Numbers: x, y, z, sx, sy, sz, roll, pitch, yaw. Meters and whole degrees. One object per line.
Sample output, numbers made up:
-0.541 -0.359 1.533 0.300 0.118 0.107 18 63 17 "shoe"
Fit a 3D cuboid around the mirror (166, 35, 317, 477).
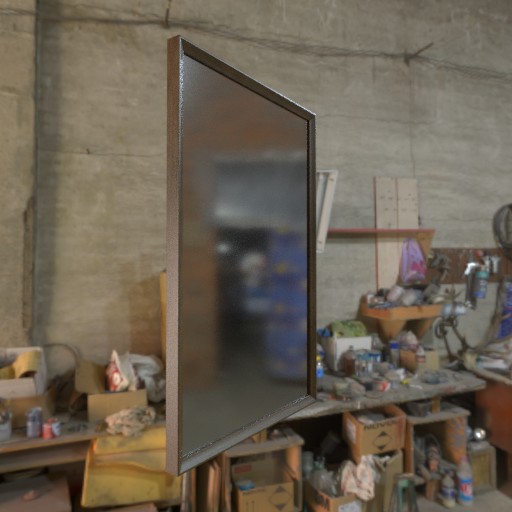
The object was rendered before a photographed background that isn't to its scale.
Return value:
0.000 0.000 1.175 0.041 0.915 0.609 -1 -1 35 "mirror"
